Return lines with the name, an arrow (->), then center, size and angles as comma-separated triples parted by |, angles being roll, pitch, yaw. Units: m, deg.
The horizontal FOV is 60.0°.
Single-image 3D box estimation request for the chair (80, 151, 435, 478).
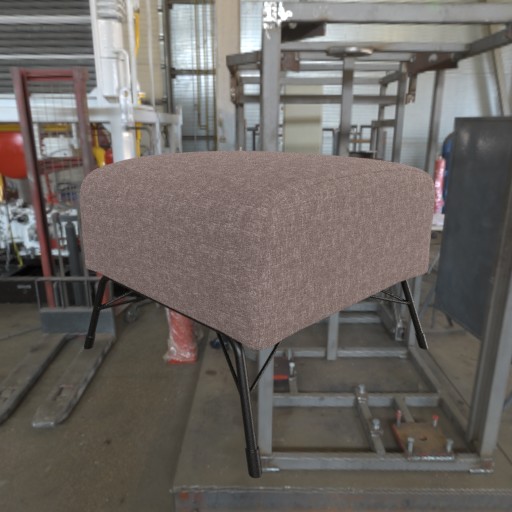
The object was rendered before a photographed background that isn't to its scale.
chair -> 0.000, 0.000, 0.898 | 0.530, 0.410, 0.530 | -16, 22, -43
